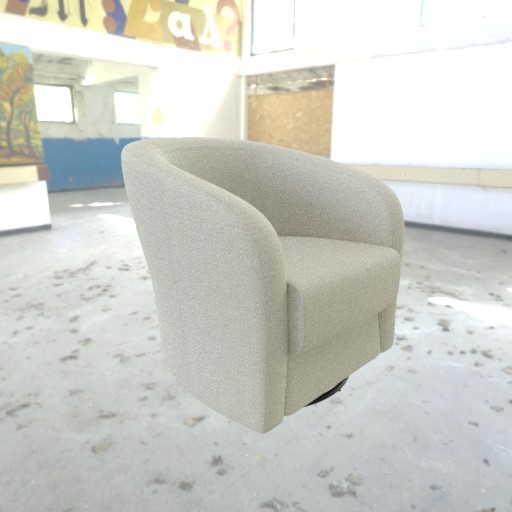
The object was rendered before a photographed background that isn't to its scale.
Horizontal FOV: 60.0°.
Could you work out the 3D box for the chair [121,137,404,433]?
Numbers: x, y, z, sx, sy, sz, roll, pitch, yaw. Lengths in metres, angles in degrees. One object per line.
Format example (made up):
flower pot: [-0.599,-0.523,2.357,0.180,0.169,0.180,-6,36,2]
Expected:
chair: [0.000,0.000,1.484,0.815,0.771,0.791,14,20,42]
